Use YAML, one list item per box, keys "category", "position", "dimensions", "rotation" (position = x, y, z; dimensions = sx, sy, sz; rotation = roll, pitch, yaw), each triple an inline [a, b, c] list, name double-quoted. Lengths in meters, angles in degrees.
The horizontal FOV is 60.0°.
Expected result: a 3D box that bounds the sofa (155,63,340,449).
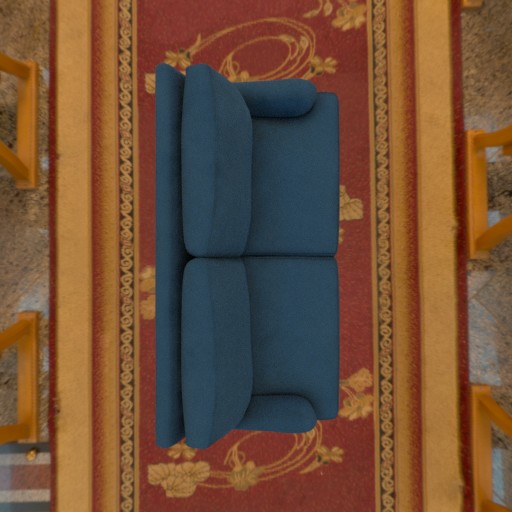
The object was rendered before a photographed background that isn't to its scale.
- category: "sofa"
  position: [0.000, 0.000, 2.812]
  dimensions: [1.084, 1.101, 2.141]
  rotation: [0, 90, 0]
